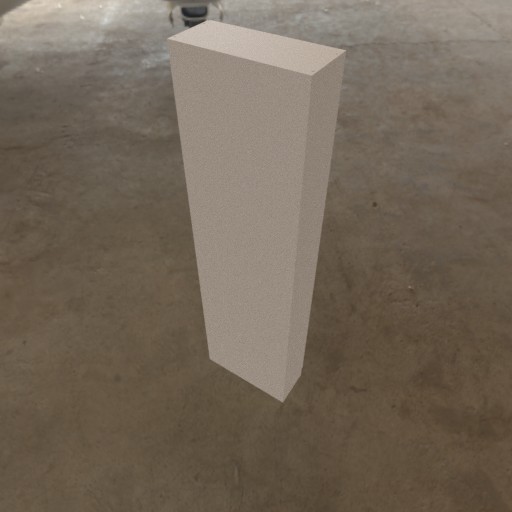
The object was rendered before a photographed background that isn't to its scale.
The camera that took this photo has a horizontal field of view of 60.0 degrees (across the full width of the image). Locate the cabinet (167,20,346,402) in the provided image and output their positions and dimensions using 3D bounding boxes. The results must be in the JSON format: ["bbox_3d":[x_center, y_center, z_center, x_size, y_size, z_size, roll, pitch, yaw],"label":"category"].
[{"bbox_3d":[0.000,0.000,1.956,0.500,1.790,0.230,25,50,23],"label":"cabinet"}]
